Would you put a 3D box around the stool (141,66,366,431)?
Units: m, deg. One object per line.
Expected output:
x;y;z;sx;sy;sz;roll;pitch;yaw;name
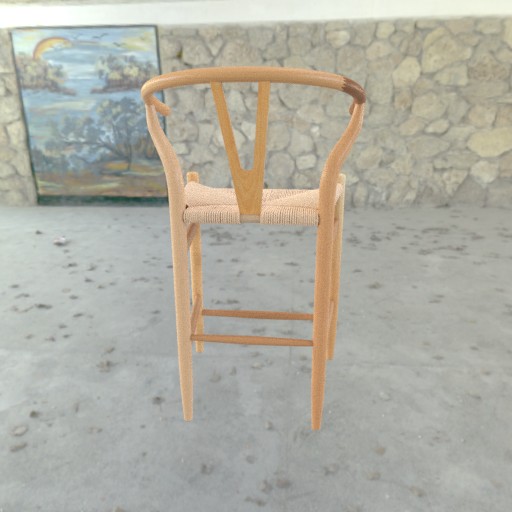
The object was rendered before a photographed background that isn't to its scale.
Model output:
0.000;0.000;1.245;0.536;0.923;0.575;2;17;6;stool
